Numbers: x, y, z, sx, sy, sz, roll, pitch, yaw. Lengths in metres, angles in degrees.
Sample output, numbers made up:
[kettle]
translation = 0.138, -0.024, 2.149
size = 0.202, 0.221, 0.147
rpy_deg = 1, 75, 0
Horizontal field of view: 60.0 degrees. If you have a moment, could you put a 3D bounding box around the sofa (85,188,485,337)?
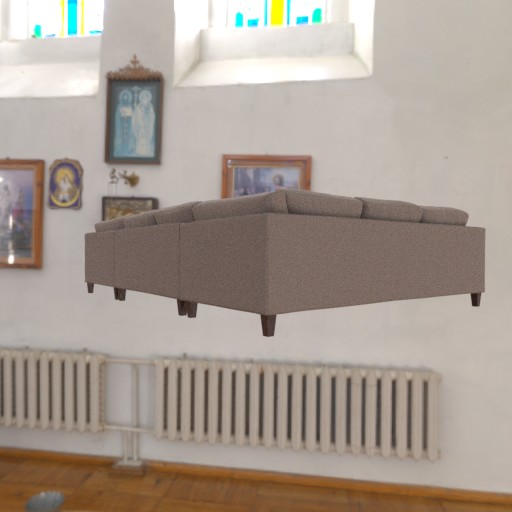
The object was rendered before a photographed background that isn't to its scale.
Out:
[sofa]
translation = 0.000, 0.000, 4.490
size = 2.424, 0.865, 3.438
rpy_deg = 0, 1, -37
